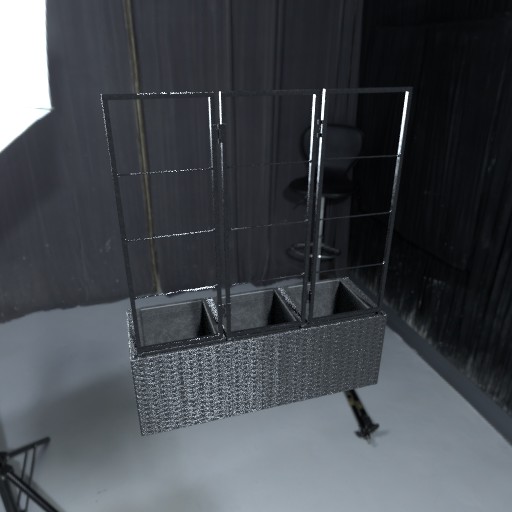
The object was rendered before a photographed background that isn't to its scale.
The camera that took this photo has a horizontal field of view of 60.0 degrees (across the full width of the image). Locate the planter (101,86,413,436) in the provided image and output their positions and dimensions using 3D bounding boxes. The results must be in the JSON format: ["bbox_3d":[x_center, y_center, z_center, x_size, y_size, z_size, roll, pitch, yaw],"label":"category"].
[{"bbox_3d":[0.000,0.000,1.175,0.698,0.841,0.244,-7,26,-15],"label":"planter"}]
